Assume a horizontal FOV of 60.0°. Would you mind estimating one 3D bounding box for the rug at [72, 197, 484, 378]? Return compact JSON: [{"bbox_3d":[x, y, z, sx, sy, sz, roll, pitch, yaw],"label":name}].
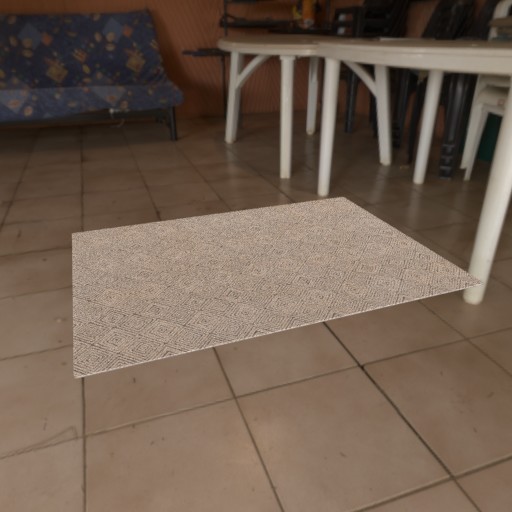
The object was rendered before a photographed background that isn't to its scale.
[{"bbox_3d":[0.000,0.000,2.888,2.238,0.008,1.593,-10,29,-18],"label":"rug"}]
